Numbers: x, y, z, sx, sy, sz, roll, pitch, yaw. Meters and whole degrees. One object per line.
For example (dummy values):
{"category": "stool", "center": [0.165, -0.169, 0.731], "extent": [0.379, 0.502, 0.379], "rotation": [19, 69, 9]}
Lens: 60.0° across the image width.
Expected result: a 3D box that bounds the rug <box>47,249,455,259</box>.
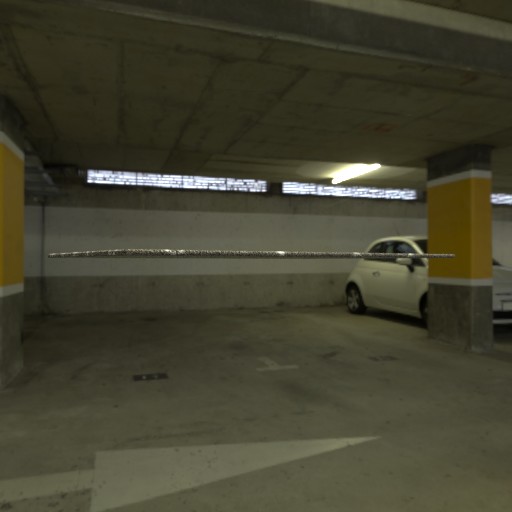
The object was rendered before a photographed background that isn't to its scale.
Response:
{"category": "rug", "center": [0.000, 0.000, 3.533], "extent": [2.743, 0.030, 1.778], "rotation": [0, -1, -36]}
